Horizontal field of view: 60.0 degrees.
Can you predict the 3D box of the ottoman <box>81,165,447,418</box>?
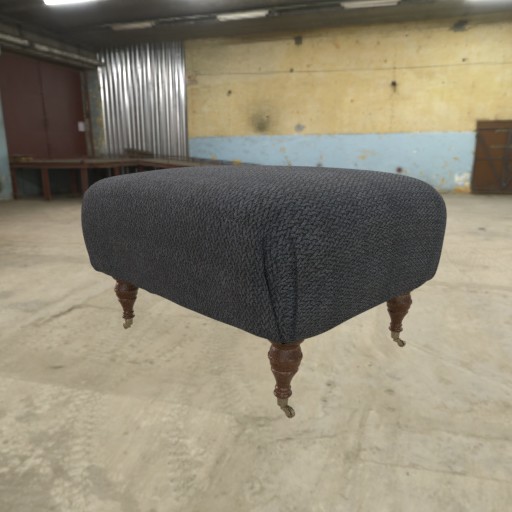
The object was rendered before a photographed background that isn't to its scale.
[{"bbox_3d":[0.000,0.000,1.123,0.747,0.450,0.622,13,18,43],"label":"ottoman"}]
